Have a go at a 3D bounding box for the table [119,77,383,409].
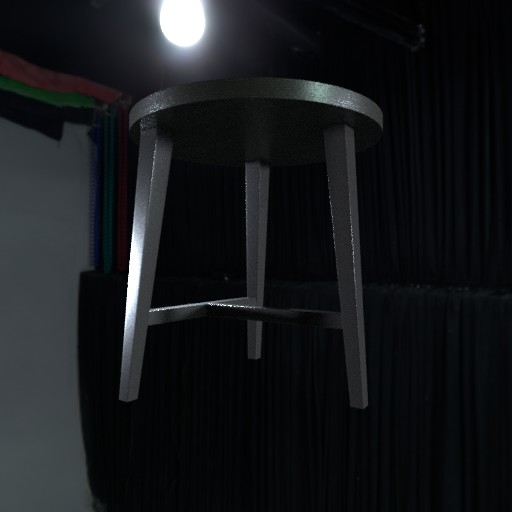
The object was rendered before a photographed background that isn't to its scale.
[{"bbox_3d":[0.000,0.000,0.908,0.500,0.531,0.500,0,0,0],"label":"table"}]
